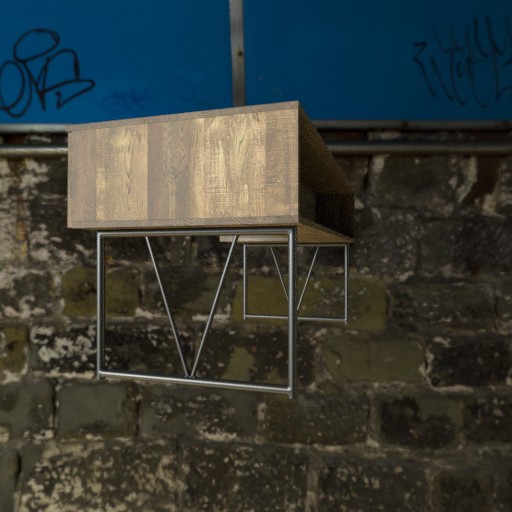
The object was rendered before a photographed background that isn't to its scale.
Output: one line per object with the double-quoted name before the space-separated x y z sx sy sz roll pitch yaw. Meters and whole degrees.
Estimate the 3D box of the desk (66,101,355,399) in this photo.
"desk" 0.000 0.000 1.989 0.730 0.780 1.600 0 0 17
